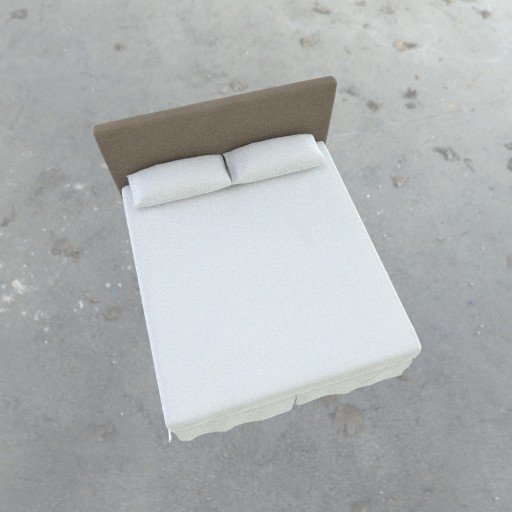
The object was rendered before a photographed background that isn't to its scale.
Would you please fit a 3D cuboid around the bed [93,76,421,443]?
[{"bbox_3d":[0.000,0.000,3.660,2.119,1.317,2.341,-15,63,-8],"label":"bed"}]
